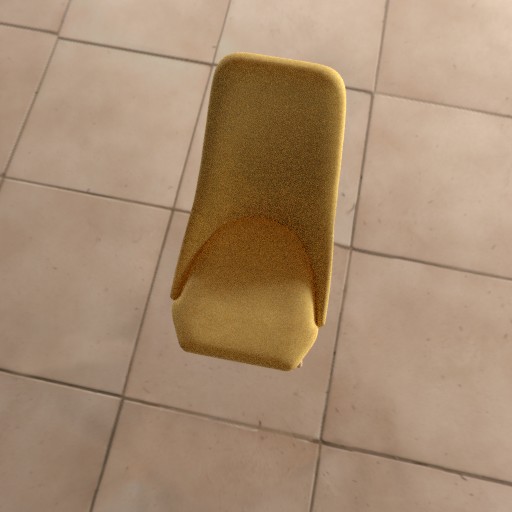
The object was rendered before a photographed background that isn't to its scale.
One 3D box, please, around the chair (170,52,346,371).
[{"bbox_3d":[0.000,0.000,1.409,0.510,1.040,0.660,10,75,3],"label":"chair"}]
